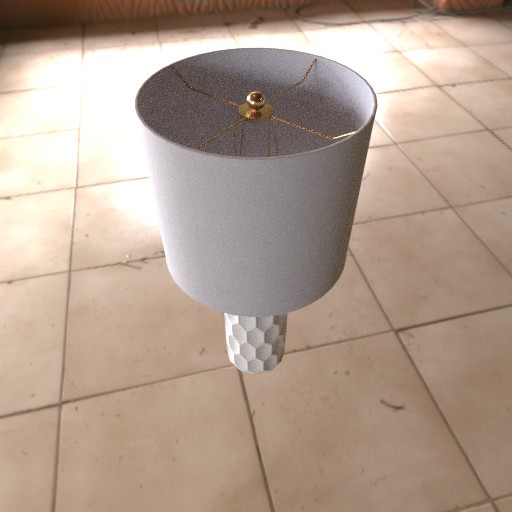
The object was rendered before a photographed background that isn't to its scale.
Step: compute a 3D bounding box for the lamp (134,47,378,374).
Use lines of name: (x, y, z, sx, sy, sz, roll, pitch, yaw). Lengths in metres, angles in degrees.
lamp: (0.000, 0.000, 0.703, 0.277, 0.537, 0.277, -11, 46, -10)
